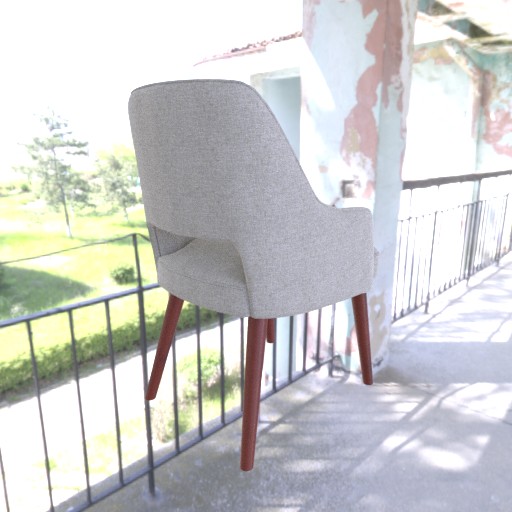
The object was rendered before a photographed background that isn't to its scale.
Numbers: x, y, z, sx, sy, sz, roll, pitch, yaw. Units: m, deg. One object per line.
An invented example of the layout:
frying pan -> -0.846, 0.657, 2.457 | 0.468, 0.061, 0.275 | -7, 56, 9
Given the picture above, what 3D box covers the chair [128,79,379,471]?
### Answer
chair -> 0.000, 0.000, 1.222 | 0.548, 0.849, 0.605 | 14, 20, 43
